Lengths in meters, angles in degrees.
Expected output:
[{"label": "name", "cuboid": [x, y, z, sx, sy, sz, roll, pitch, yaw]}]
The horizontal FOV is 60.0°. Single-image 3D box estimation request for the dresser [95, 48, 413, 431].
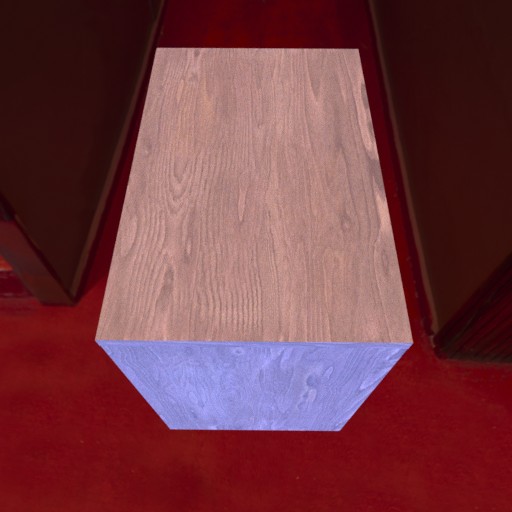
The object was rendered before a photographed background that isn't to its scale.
[{"label": "dresser", "cuboid": [0.000, 0.000, 1.274, 0.529, 0.762, 0.809, 0, 58, 0]}]
